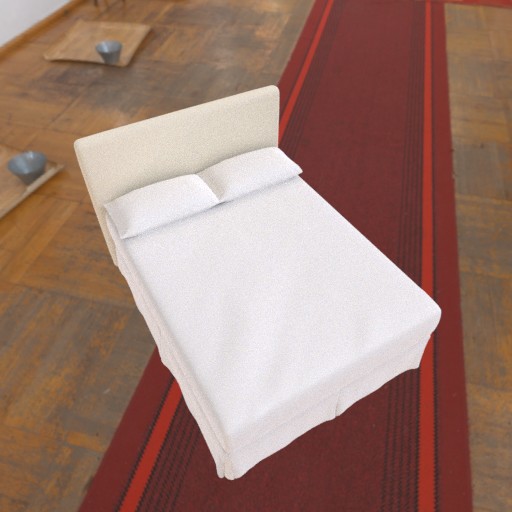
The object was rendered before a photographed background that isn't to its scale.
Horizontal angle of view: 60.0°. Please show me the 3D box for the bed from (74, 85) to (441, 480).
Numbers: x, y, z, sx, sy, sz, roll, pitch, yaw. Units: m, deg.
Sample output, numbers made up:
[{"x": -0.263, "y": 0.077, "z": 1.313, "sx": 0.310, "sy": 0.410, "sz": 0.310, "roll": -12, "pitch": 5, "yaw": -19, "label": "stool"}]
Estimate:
[{"x": 0.000, "y": 0.000, "z": 3.185, "sx": 1.714, "sy": 1.330, "sz": 2.147, "roll": -23, "pitch": 51, "yaw": -20, "label": "bed"}]
